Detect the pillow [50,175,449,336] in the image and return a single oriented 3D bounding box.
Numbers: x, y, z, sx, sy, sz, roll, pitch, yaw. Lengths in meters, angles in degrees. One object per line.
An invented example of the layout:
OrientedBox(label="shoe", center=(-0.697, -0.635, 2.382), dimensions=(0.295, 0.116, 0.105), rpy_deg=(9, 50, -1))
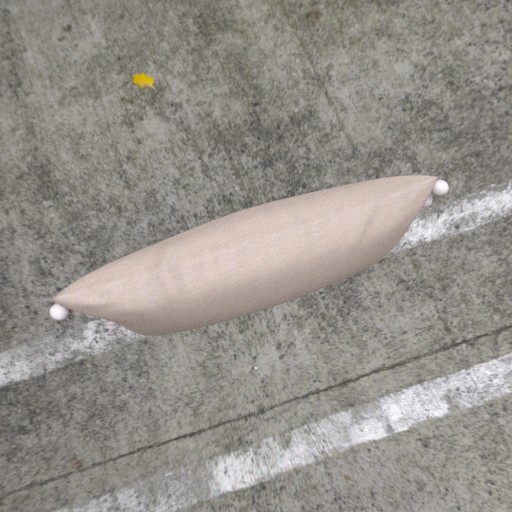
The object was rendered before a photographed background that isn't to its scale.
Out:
OrientedBox(label="pillow", center=(0.000, 0.000, 0.862), dimensions=(0.709, 0.322, 0.201), rpy_deg=(-18, 77, -4))
